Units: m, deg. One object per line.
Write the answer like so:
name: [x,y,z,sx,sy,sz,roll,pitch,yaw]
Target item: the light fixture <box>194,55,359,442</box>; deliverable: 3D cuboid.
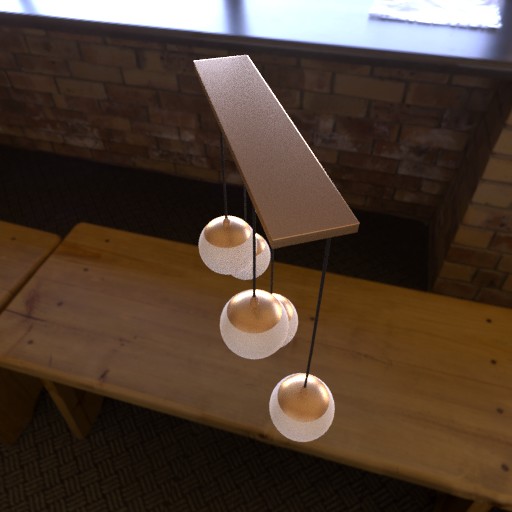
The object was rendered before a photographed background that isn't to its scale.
light fixture: [0.000,0.000,1.317,0.299,0.869,0.863,-11,47,-11]
